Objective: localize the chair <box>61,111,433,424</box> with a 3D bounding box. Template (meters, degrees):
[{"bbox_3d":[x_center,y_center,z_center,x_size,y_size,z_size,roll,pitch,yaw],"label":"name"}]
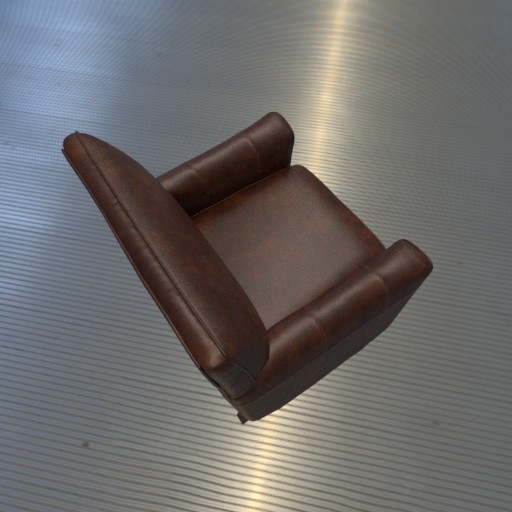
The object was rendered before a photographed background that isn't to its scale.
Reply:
[{"bbox_3d":[0.000,0.000,1.587,0.823,0.943,0.870,-30,63,-17],"label":"chair"}]
